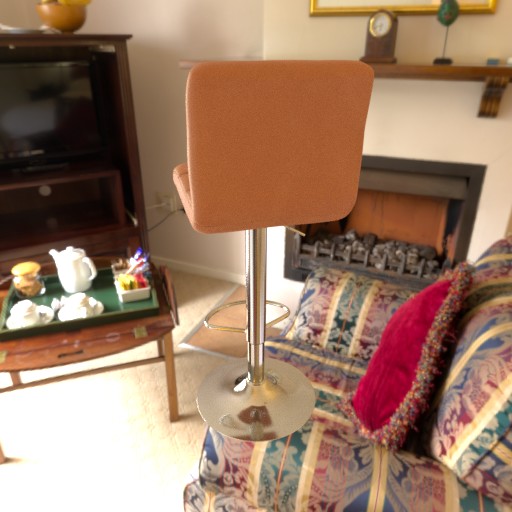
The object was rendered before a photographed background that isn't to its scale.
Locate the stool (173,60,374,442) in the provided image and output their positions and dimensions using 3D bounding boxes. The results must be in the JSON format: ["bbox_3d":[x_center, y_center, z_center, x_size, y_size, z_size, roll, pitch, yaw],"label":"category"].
[{"bbox_3d":[0.000,0.000,1.365,0.430,1.115,0.505,-7,26,-15],"label":"stool"}]
